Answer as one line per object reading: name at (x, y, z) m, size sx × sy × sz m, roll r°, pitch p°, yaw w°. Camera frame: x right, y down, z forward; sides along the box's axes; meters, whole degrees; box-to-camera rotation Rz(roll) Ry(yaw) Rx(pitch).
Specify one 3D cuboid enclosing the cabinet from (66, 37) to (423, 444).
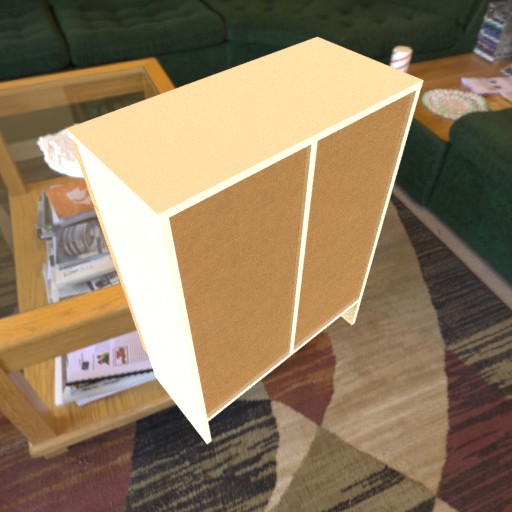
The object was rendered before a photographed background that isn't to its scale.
cabinet at (0.000, 0.000, 1.097) m, size 0.600 × 0.815 × 0.296 m, roll -32°, pitch 55°, yaw -27°
